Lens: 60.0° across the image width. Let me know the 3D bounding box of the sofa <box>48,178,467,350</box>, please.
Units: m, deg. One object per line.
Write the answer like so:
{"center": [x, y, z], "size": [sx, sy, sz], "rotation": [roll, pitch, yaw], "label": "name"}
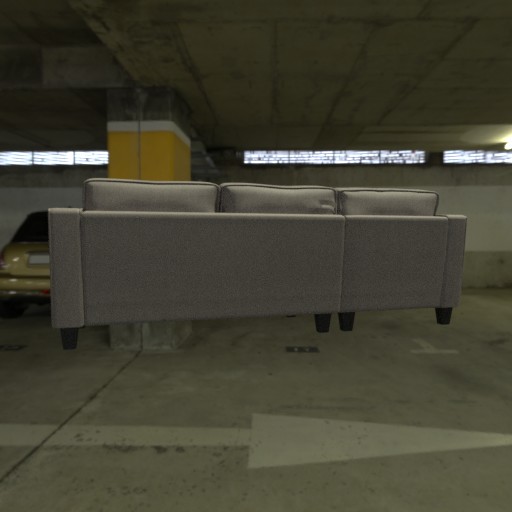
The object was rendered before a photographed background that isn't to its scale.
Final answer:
{"center": [0.000, 0.000, 3.208], "size": [2.561, 0.928, 1.294], "rotation": [-1, 2, -16], "label": "sofa"}
